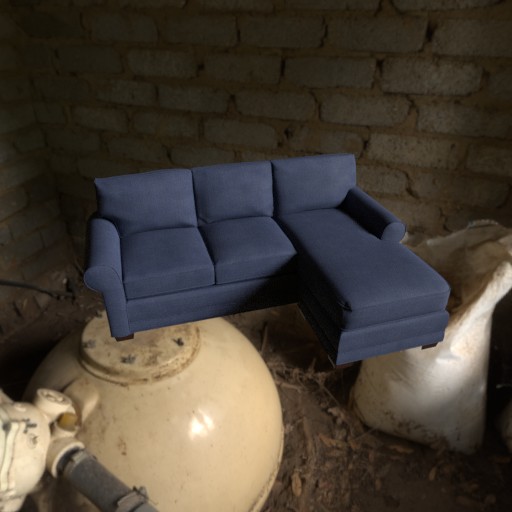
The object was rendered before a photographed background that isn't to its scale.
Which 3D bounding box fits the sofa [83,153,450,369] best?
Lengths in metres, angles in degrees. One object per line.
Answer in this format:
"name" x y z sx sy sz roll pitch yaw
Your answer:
"sofa" 0.000 0.000 3.518 2.567 1.063 1.780 -9 32 -14
